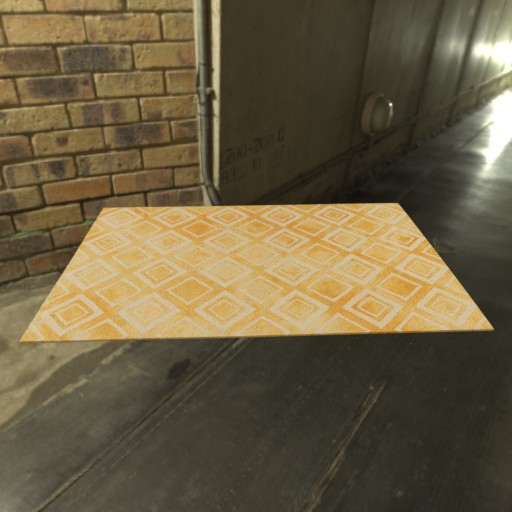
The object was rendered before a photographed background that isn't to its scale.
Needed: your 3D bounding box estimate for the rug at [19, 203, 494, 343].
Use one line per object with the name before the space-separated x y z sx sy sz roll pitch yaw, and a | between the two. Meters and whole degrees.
rug | 0.000 0.000 2.218 1.829 0.010 1.213 -1 31 -2
